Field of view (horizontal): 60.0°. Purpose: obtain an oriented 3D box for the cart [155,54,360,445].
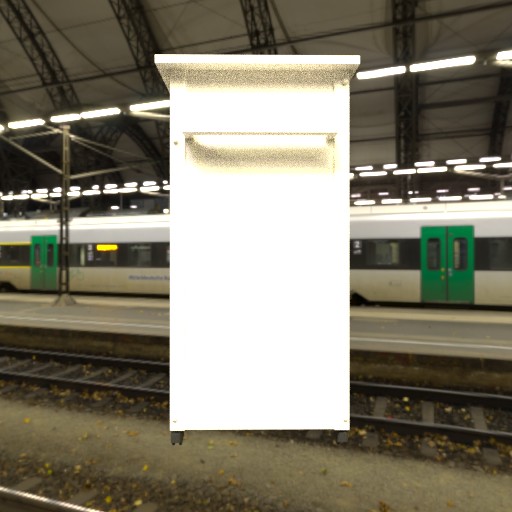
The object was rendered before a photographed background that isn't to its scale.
[{"bbox_3d":[0.000,0.000,1.277,0.442,0.864,0.683,0,0,-1],"label":"cart"}]
